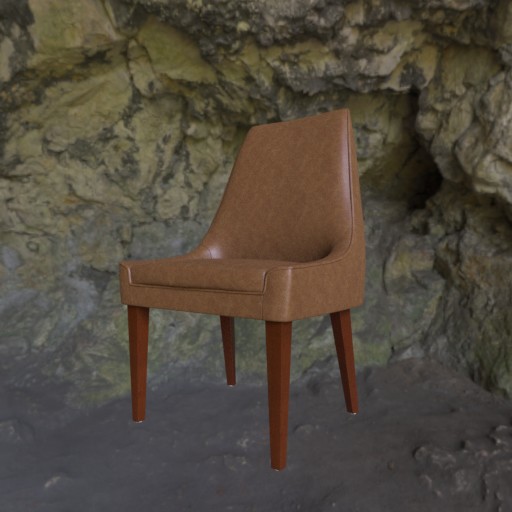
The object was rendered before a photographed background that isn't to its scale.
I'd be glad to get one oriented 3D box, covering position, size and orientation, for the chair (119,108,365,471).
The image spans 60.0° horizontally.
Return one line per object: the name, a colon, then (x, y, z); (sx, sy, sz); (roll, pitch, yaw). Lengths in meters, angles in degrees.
chair: (0.000, 0.000, 1.211); (0.529, 0.861, 0.544); (1, 1, 36)
